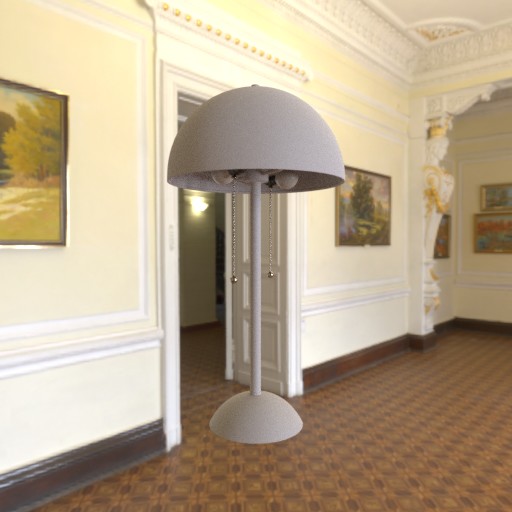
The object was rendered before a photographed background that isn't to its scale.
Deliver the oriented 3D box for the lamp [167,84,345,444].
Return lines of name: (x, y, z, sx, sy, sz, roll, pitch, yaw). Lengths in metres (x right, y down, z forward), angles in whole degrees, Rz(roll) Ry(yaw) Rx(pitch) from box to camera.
lamp: (0.000, 0.000, 0.434, 0.171, 0.330, 0.171, 0, 1, 0)
